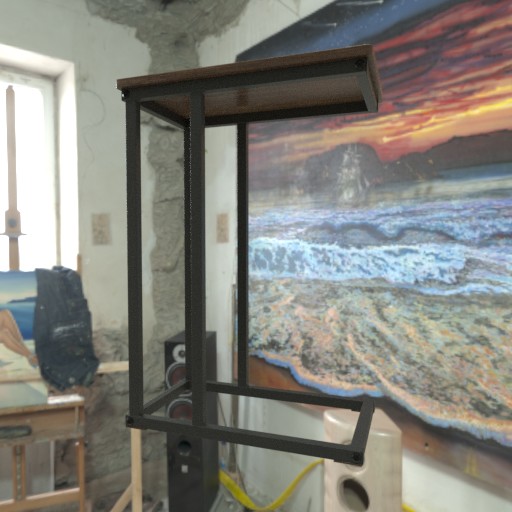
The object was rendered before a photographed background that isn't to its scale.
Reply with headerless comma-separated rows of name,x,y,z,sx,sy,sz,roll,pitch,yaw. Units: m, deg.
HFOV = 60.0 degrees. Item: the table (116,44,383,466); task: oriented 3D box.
table,0.000,0.000,0.853,0.450,0.637,0.254,1,3,19
